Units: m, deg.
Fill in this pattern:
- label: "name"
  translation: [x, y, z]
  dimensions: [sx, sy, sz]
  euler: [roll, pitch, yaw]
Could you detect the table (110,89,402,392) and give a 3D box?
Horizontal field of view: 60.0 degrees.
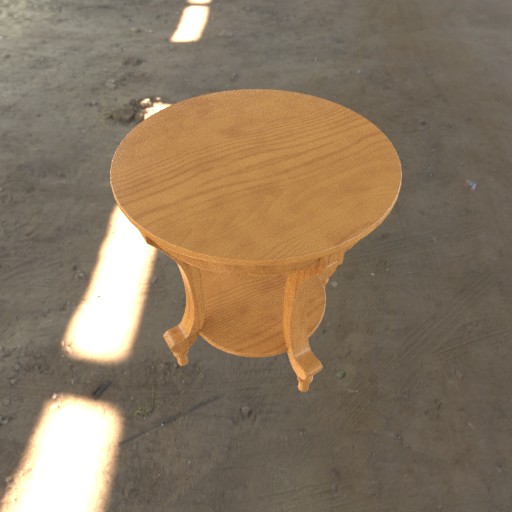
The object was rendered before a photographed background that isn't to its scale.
- label: "table"
  translation: [0.000, 0.000, 1.149]
  dimensions: [0.597, 0.612, 0.597]
  euler: [0, 47, 0]
